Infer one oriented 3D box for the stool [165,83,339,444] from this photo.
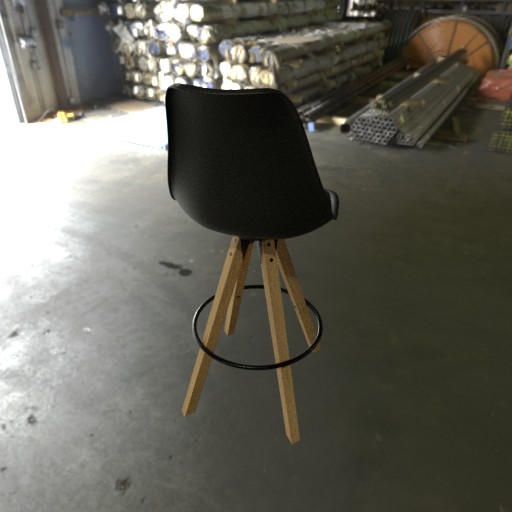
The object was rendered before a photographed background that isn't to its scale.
[{"bbox_3d":[0.000,0.000,1.409,0.485,1.115,0.550,9,32,14],"label":"stool"}]
